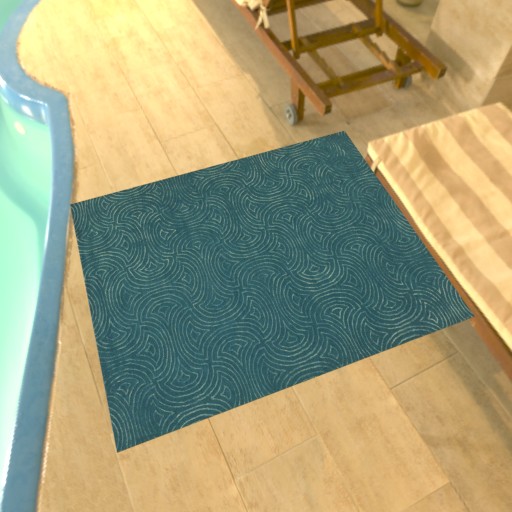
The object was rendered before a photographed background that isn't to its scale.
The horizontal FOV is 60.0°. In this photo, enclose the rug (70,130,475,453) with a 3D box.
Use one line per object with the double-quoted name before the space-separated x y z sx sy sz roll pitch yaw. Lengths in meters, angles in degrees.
"rug" 0.000 0.000 4.069 3.033 0.012 2.432 -17 59 -11
